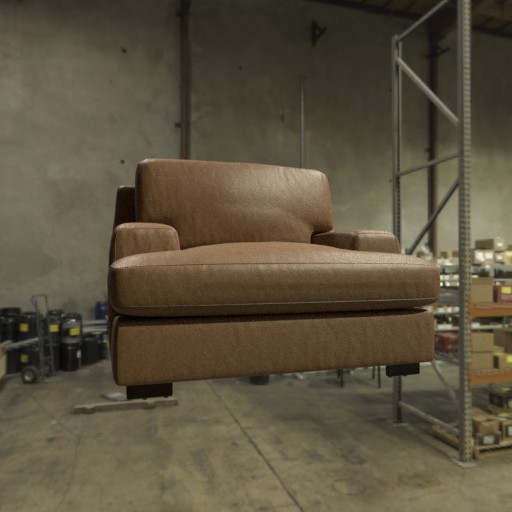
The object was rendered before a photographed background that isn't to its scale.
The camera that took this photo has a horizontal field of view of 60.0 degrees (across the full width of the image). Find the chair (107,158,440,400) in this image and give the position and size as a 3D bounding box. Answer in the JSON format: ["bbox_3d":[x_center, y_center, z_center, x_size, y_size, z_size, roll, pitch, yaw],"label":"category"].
[{"bbox_3d":[0.000,0.000,2.018,1.276,0.978,1.050,0,-1,-18],"label":"chair"}]
